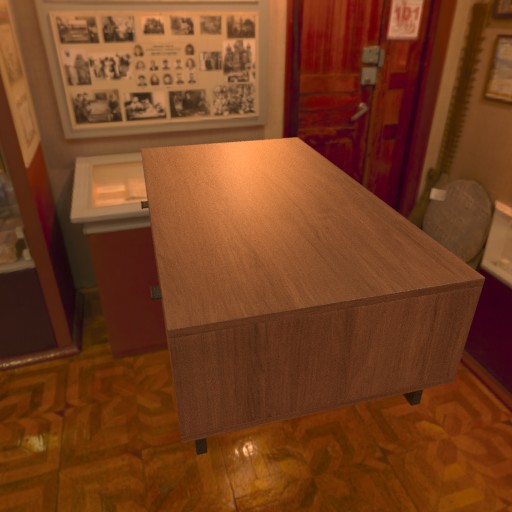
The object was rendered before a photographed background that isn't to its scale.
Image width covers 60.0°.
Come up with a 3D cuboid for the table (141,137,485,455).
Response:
[{"bbox_3d":[0.000,0.000,1.270,0.600,0.380,1.020,-8,31,-13],"label":"table"}]
